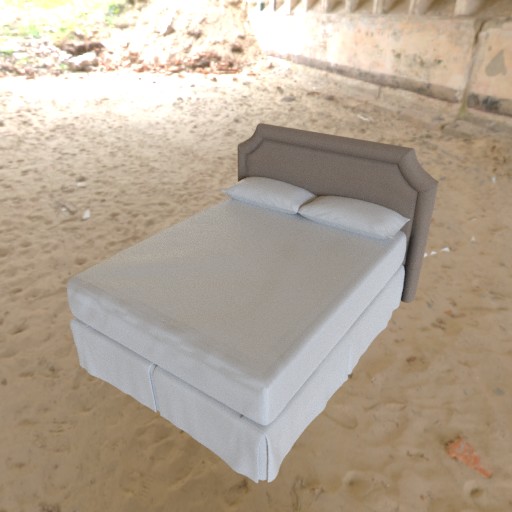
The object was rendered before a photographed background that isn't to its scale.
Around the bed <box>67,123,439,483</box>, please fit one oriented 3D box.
[{"bbox_3d":[0.000,0.000,3.178,1.828,1.303,2.164,19,35,30],"label":"bed"}]
